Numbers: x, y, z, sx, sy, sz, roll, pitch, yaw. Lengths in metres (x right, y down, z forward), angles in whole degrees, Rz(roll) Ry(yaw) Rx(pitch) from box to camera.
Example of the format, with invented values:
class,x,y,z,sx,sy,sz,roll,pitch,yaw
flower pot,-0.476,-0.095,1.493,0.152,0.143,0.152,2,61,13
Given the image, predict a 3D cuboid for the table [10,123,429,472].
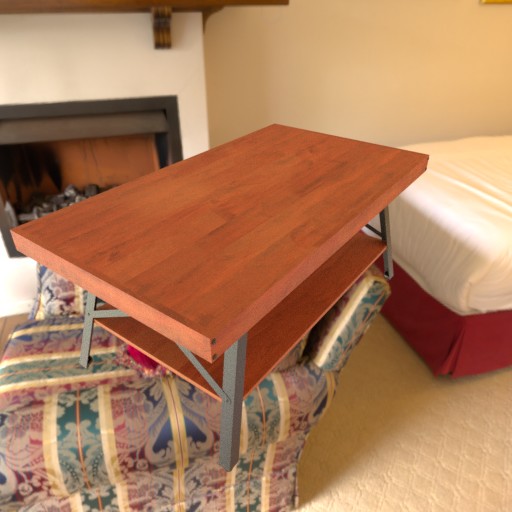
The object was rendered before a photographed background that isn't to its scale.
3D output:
class,x,y,z,sx,sy,sz,roll,pitch,yaw
table,0.000,0.000,1.342,0.610,0.457,1.067,22,38,30
